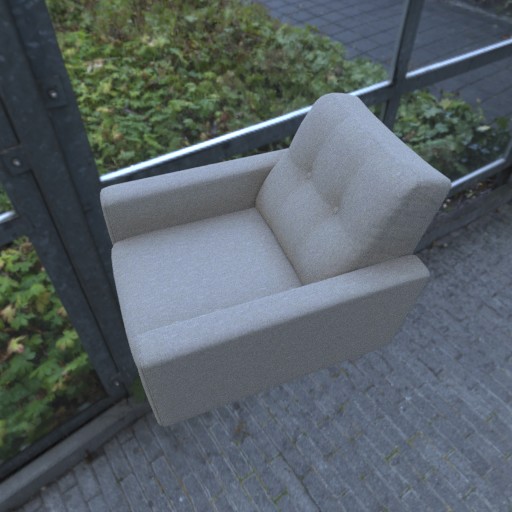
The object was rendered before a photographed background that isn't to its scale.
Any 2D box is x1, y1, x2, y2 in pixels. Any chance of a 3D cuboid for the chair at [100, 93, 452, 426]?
[{"bbox_3d":[0.000,0.000,1.808,1.128,0.965,0.897,-15,49,-14],"label":"chair"}]
